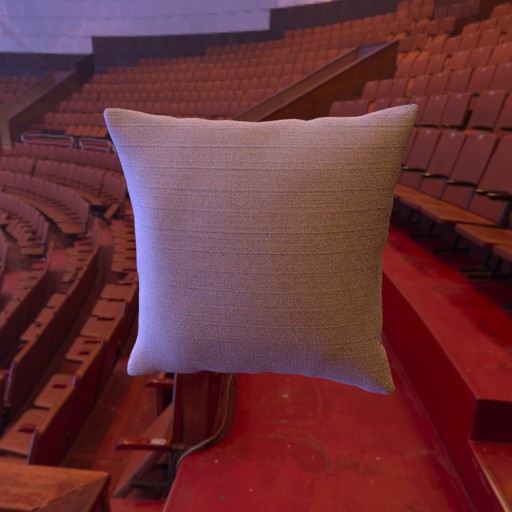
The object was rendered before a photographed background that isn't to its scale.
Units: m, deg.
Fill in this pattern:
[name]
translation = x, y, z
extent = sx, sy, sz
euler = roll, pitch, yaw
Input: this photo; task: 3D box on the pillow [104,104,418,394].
[pillow]
translation = 0.000, 0.000, 0.717
extent = 0.470, 0.464, 0.175
euler = 2, 17, 6
